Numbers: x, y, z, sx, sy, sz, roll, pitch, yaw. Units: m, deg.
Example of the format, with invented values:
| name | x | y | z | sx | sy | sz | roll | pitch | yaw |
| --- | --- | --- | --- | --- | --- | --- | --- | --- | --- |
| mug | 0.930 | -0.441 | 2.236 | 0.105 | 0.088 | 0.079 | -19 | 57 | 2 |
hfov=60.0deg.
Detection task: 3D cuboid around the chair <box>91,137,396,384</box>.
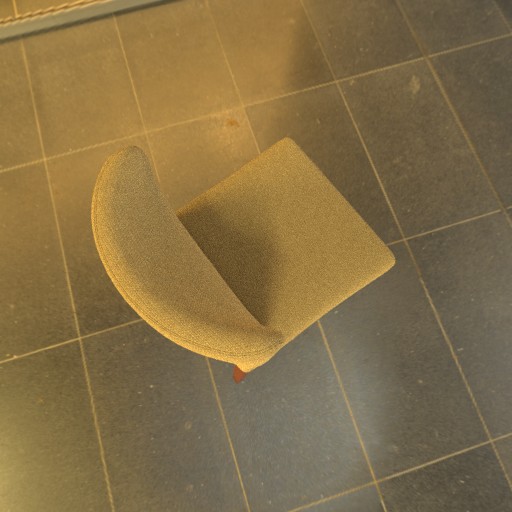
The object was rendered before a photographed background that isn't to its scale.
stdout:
| name | x | y | z | sx | sy | sz | roll | pitch | yaw |
| --- | --- | --- | --- | --- | --- | --- | --- | --- | --- |
| chair | 0.000 | 0.000 | 1.182 | 0.589 | 0.839 | 0.491 | -36 | 76 | -10 |
